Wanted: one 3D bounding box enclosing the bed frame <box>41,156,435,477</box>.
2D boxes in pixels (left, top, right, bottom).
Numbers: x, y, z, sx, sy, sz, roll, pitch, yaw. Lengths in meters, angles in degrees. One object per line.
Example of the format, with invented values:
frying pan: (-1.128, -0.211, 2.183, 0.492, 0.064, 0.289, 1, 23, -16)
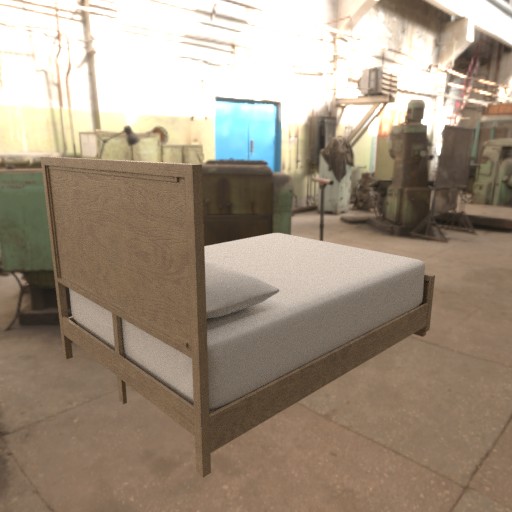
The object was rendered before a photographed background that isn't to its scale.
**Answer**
bed frame: (0.000, 0.000, 3.108, 2.189, 1.369, 1.606, -13, 19, -42)
